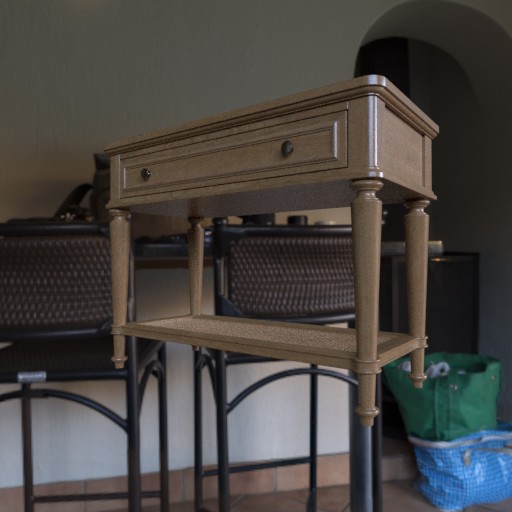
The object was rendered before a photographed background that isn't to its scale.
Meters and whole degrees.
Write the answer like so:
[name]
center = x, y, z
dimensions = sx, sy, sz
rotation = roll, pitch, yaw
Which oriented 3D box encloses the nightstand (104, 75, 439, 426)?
[nightstand]
center = 0.000, 0.000, 1.297
dimensions = 0.914, 0.700, 0.432
rotation = -1, -1, 37
